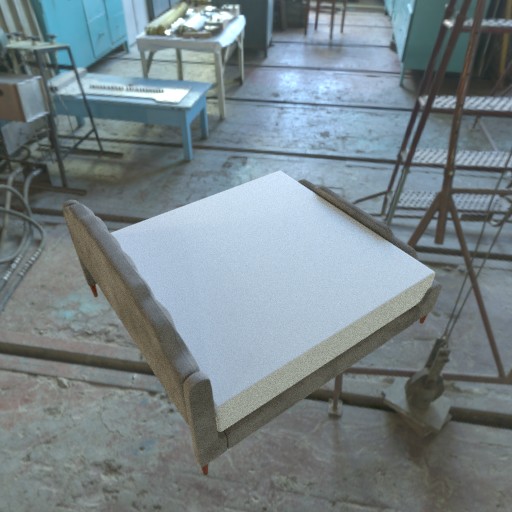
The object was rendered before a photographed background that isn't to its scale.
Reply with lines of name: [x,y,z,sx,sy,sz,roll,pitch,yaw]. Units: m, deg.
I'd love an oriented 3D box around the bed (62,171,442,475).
bed: [0.000,0.000,3.640,2.340,1.245,2.074,-25,46,-26]
